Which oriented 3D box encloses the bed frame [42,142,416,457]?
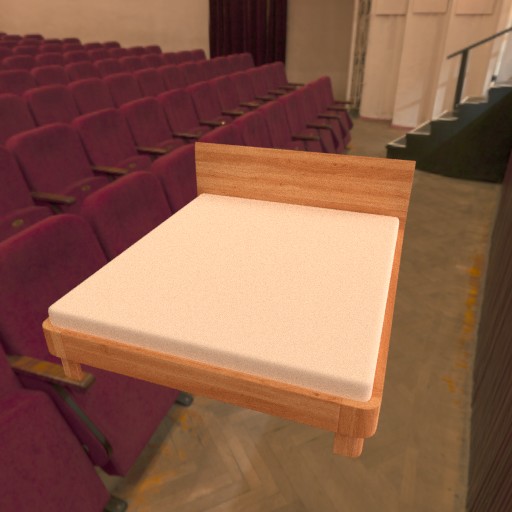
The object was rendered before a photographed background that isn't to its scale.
[{"bbox_3d":[0.000,0.000,3.029,1.872,0.940,2.092,9,29,17],"label":"bed frame"}]
